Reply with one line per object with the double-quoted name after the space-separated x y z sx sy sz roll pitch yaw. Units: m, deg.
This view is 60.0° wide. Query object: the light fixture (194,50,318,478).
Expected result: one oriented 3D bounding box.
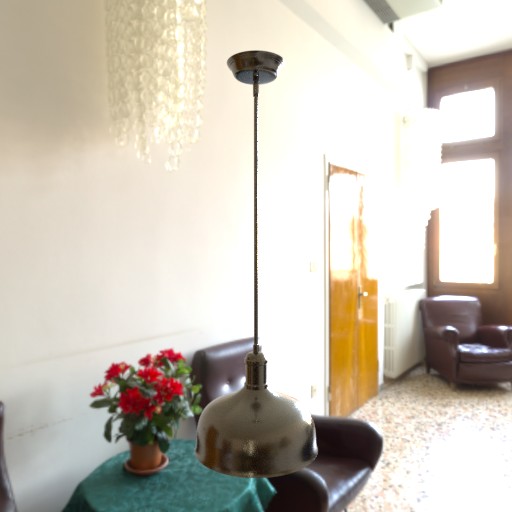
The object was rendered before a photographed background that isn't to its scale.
0.000 0.000 1.081 0.299 0.935 0.299 0 0 1 "light fixture"
